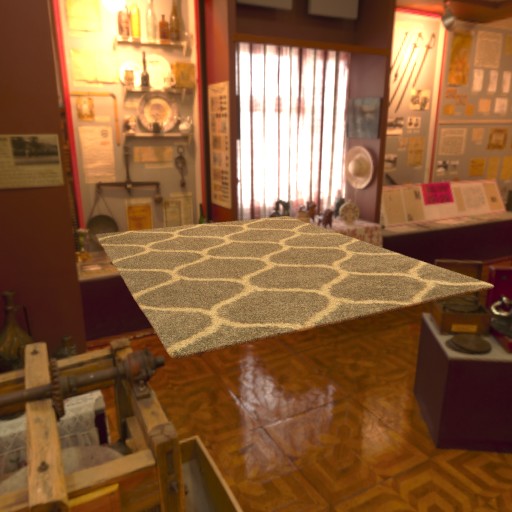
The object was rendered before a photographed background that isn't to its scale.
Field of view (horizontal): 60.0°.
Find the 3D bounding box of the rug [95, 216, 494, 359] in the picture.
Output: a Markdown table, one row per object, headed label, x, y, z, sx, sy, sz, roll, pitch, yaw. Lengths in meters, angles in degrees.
| label | x | y | z | sx | sy | sz | roll | pitch | yaw |
| --- | --- | --- | --- | --- | --- | --- | --- | --- | --- |
| rug | 0.000 | 0.000 | 3.994 | 2.399 | 0.026 | 3.000 | -8 | 18 | -25 |
